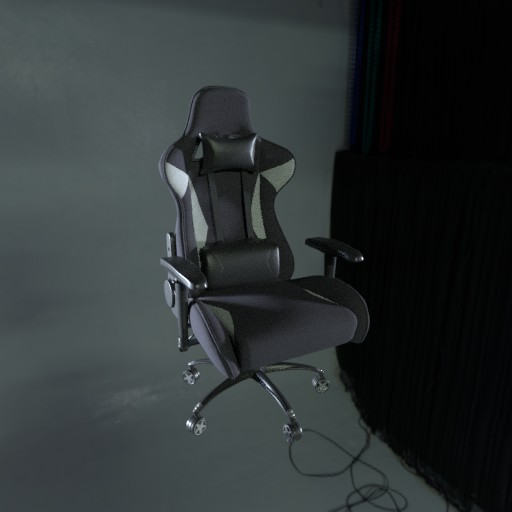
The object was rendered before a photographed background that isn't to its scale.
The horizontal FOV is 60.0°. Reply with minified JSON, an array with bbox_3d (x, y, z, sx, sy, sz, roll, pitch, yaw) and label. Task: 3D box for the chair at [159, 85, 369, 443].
[{"bbox_3d":[0.000,0.000,1.731,0.730,1.300,0.695,-8,17,-28],"label":"chair"}]
